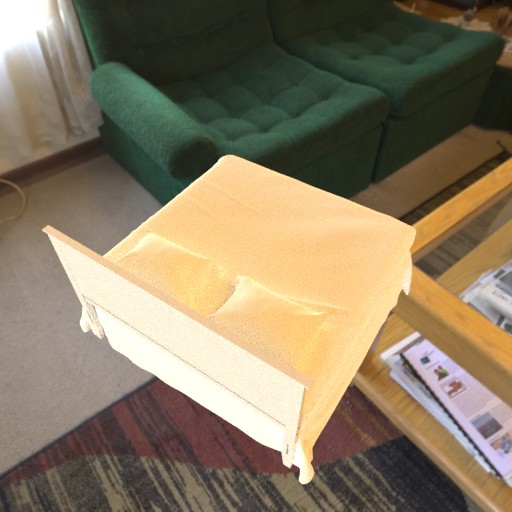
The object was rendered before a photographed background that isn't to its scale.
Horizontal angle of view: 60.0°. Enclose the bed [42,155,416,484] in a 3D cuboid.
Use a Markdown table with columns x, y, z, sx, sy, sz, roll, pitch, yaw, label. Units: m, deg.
| x | y | z | sx | sy | sz | roll | pitch | yaw | label |
| --- | --- | --- | --- | --- | --- | --- | --- | --- | --- |
| 0.000 | 0.000 | 3.609 | 2.317 | 1.273 | 2.215 | 26 | 53 | 22 | bed |
